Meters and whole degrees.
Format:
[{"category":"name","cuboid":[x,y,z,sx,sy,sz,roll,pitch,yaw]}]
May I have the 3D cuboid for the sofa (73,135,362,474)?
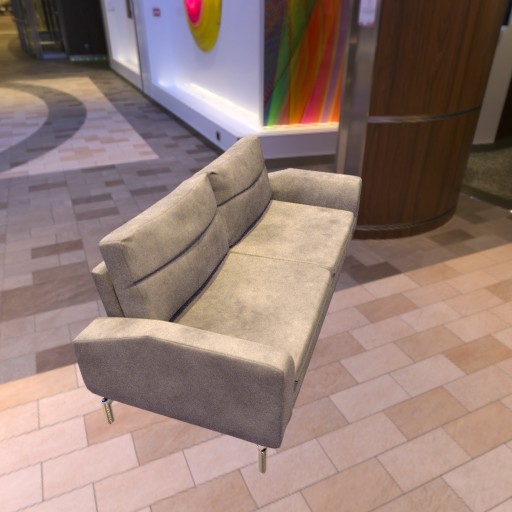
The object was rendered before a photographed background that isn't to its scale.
[{"category":"sofa","cuboid":[0.000,0.000,2.321,0.849,0.859,1.837,10,32,17]}]
